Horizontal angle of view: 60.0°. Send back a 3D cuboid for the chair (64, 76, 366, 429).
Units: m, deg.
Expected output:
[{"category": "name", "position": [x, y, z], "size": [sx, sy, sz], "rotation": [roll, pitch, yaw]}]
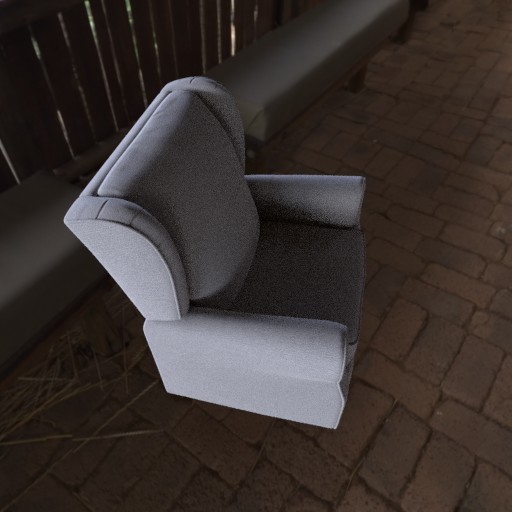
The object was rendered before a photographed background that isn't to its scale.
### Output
[{"category": "chair", "position": [0.000, 0.000, 1.653], "size": [0.854, 0.966, 0.906], "rotation": [10, 48, 9]}]
